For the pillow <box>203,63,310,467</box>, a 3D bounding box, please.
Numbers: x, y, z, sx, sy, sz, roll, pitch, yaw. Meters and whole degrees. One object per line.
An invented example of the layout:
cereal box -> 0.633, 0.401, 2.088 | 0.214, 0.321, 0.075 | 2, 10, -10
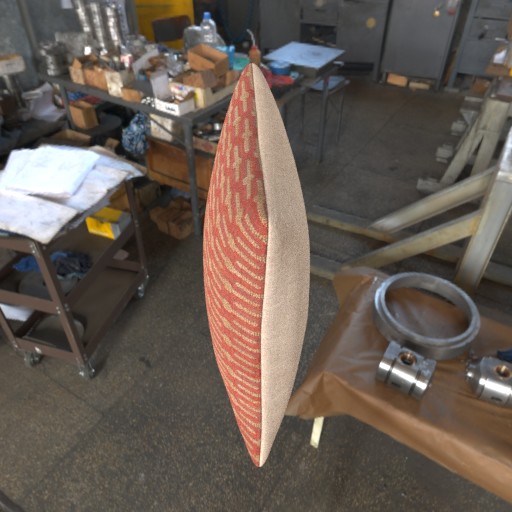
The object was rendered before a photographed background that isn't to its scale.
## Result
pillow -> 0.000, 0.000, 0.779 | 0.182, 0.503, 0.511 | -1, 40, -2
